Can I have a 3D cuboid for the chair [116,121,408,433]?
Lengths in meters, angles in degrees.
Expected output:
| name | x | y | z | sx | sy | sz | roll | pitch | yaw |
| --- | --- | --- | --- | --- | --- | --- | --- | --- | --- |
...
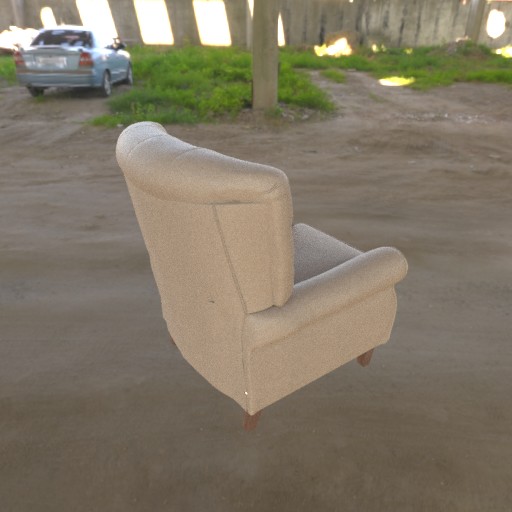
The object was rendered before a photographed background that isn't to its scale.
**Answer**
| name | x | y | z | sx | sy | sz | roll | pitch | yaw |
| --- | --- | --- | --- | --- | --- | --- | --- | --- | --- |
| chair | 0.000 | 0.000 | 1.956 | 1.041 | 1.138 | 0.999 | -18 | 32 | -30 |
